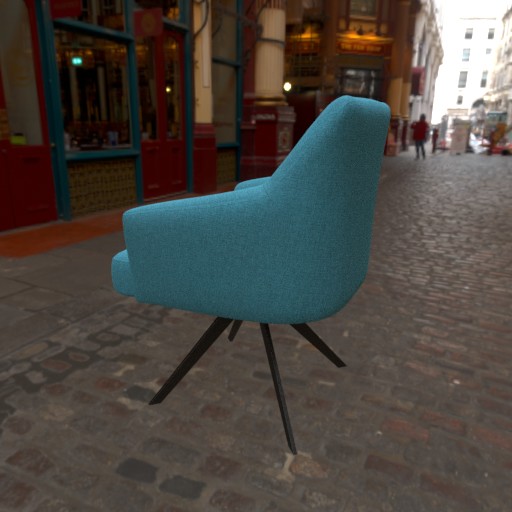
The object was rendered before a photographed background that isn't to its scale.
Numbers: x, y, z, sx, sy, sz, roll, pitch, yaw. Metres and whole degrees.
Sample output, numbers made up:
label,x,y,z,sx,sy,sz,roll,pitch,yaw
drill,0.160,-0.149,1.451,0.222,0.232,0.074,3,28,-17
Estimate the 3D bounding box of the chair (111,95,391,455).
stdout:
label,x,y,z,sx,sy,sz,roll,pitch,yaw
chair,0.000,0.000,1.327,0.677,0.874,0.642,8,19,25
